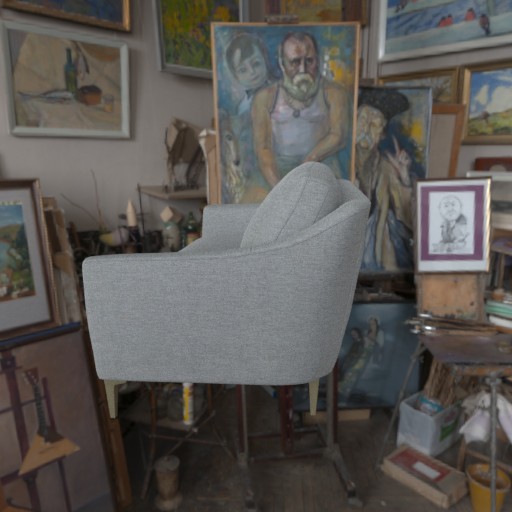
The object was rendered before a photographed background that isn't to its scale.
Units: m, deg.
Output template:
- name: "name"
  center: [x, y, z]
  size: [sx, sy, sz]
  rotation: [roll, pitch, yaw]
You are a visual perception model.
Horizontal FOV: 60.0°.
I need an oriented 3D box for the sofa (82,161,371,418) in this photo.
- name: "sofa"
  center: [0.000, 0.000, 2.193]
  size: [0.960, 0.904, 1.619]
  rotation: [2, 13, 8]
